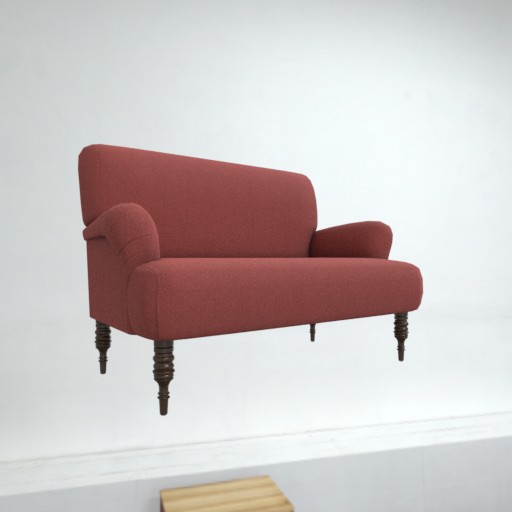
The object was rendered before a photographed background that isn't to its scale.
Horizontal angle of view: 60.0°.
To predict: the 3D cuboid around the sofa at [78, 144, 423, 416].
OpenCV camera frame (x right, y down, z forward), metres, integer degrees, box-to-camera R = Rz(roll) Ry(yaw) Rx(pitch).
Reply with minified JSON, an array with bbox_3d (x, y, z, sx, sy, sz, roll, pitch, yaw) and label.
[{"bbox_3d":[0.000,0.000,1.798,1.297,0.889,0.779,0,0,-36],"label":"sofa"}]
